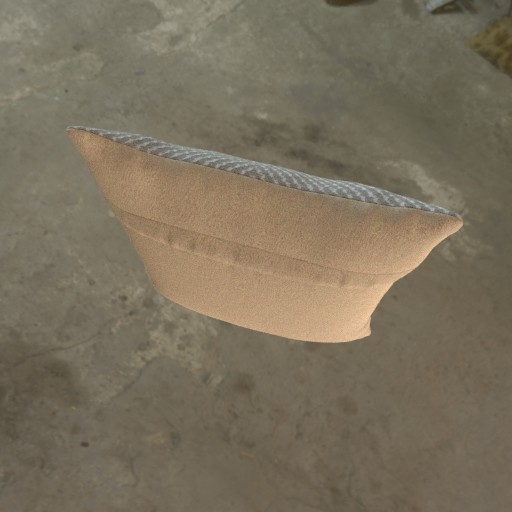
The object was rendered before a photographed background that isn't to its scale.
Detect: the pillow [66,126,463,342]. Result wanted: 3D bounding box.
[{"bbox_3d":[0.000,0.000,0.694,0.459,0.458,0.181,14,64,7],"label":"pillow"}]
